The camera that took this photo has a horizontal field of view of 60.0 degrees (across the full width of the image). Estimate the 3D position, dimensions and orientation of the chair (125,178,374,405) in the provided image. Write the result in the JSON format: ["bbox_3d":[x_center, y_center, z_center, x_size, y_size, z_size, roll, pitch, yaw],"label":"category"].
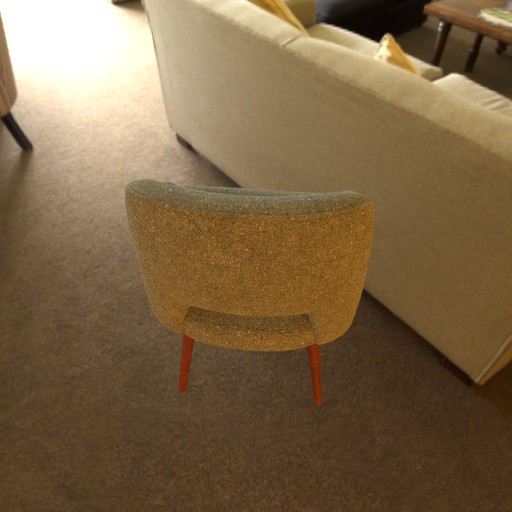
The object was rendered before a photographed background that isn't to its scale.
[{"bbox_3d":[0.000,0.000,1.278,0.608,0.875,0.629,4,48,4],"label":"chair"}]
